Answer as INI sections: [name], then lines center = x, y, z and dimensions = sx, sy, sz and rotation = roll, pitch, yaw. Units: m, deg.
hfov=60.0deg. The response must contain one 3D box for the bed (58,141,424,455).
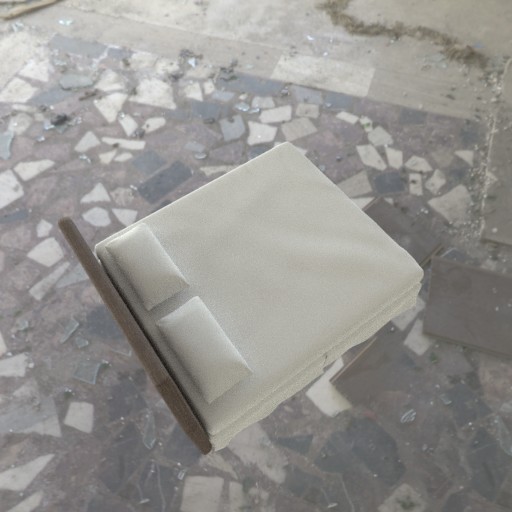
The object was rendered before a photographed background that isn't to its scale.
[bed]
center = 0.000, 0.000, 4.299
dimensions = 2.773, 1.590, 2.350
rotation = -32, 64, -17
